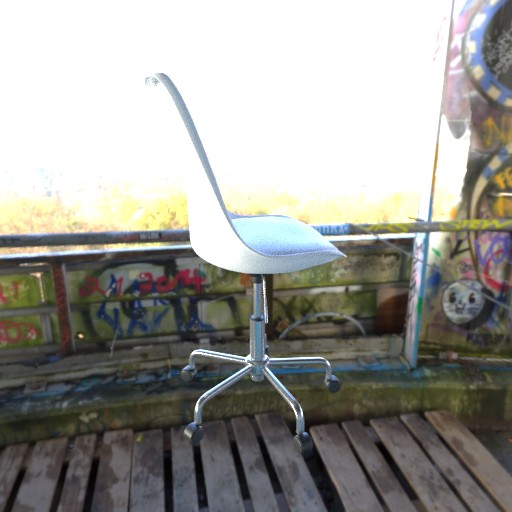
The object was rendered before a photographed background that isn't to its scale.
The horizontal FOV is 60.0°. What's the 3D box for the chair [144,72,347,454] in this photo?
[{"bbox_3d":[0.000,0.000,1.252,0.550,0.930,0.550,-3,17,-10],"label":"chair"}]
